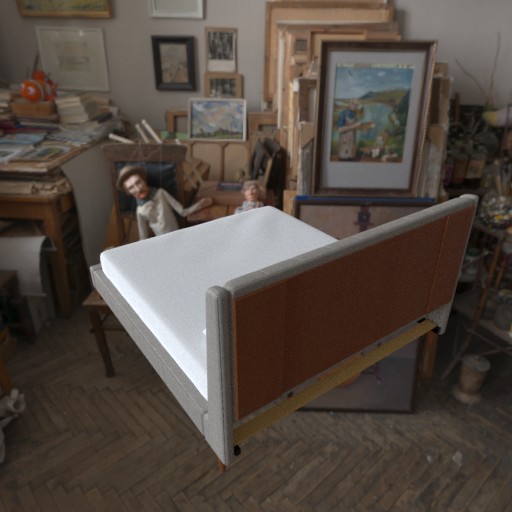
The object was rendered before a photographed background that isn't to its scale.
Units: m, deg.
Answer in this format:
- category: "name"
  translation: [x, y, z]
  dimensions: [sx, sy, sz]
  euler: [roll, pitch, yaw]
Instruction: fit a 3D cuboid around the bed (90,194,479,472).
- category: "bed"
  translation: [0.000, 0.000, 3.569]
  dimensions: [2.062, 1.289, 2.342]
  euler: [-19, 34, -31]
